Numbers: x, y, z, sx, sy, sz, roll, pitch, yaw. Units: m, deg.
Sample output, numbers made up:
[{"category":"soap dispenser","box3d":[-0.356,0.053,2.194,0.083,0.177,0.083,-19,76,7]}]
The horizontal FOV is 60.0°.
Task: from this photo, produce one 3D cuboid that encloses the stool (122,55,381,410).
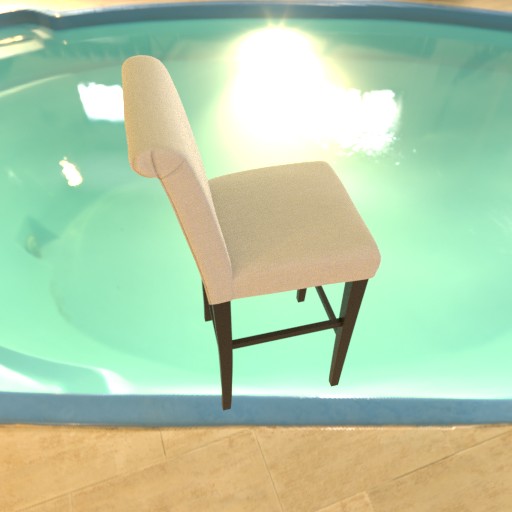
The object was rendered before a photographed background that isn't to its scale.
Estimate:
[{"category":"stool","box3d":[0.000,0.000,1.402,0.597,1.124,0.452,-10,47,-9]}]
